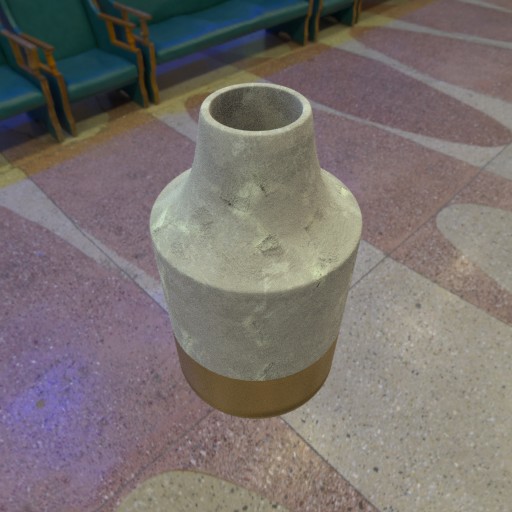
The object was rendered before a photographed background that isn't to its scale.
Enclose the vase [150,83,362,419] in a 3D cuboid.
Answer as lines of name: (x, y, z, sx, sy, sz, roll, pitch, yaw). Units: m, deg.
vase: (0.000, 0.000, 0.424, 0.184, 0.305, 0.184, 0, 46, 0)
